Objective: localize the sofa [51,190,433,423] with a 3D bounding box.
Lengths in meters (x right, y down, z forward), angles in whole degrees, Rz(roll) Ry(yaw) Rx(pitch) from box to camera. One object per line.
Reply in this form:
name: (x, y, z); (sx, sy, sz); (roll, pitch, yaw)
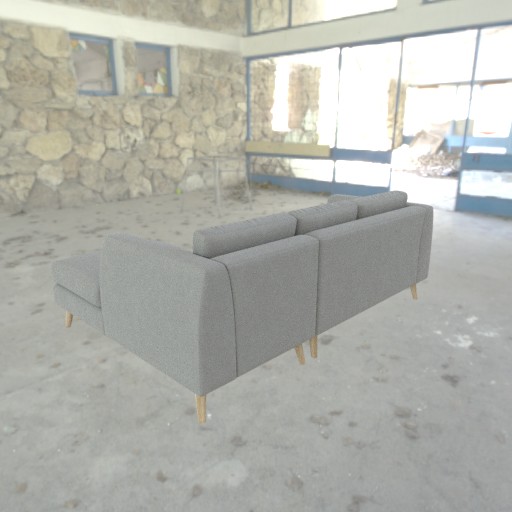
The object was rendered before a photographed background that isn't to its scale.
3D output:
sofa: (0.000, 0.000, 3.163); (1.580, 0.860, 2.300); (15, 22, 42)
